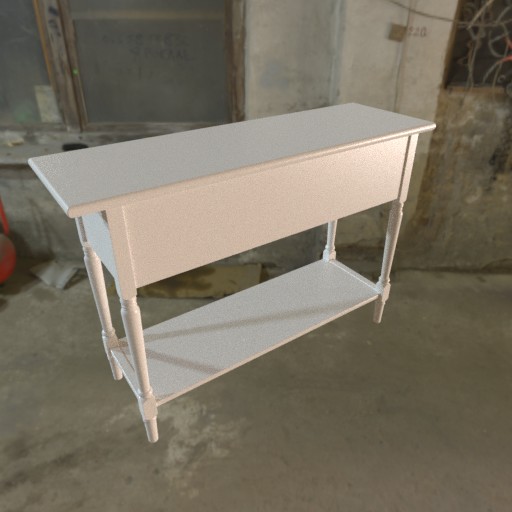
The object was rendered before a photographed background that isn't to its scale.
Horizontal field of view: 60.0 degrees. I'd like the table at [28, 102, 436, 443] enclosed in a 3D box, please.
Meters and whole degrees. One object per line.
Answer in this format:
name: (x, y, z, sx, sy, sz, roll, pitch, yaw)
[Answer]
table: (0.000, 0.000, 1.522, 1.191, 0.814, 0.386, -20, 36, -29)
